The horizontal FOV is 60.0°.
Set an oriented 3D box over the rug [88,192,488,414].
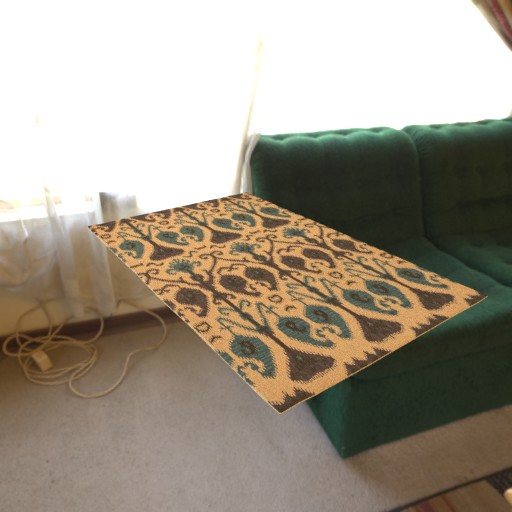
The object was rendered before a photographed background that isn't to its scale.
[{"bbox_3d":[0.000,0.000,2.109,1.072,0.013,1.698,-17,31,-32],"label":"rug"}]
